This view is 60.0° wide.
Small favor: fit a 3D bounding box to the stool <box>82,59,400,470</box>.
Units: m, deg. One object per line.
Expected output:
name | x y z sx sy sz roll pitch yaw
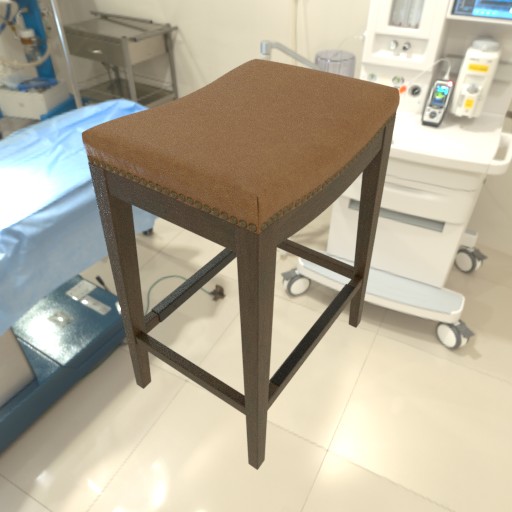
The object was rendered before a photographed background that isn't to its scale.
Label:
stool | 0.000 0.000 0.951 0.361 0.660 0.500 24 46 26
